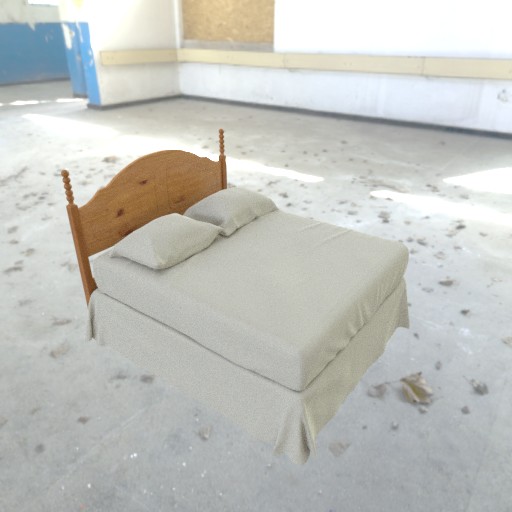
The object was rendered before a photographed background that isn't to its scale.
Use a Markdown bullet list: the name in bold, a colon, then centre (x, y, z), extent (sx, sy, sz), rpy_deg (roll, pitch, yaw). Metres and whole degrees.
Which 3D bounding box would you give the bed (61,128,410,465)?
- **bed**: centre (0.000, 0.000, 3.307), extent (2.040, 1.356, 1.873), rpy_deg (19, 33, 32)
